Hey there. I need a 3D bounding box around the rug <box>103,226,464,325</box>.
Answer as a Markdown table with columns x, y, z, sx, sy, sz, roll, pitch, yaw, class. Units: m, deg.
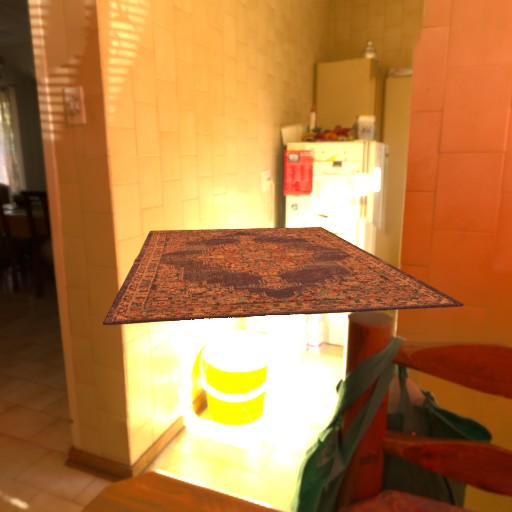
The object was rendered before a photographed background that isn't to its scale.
| x | y | z | sx | sy | sz | roll | pitch | yaw | class |
| --- | --- | --- | --- | --- | --- | --- | --- | --- | --- |
| 0.000 | 0.000 | 3.856 | 2.053 | 0.011 | 2.940 | -2 | 13 | -8 | rug |
